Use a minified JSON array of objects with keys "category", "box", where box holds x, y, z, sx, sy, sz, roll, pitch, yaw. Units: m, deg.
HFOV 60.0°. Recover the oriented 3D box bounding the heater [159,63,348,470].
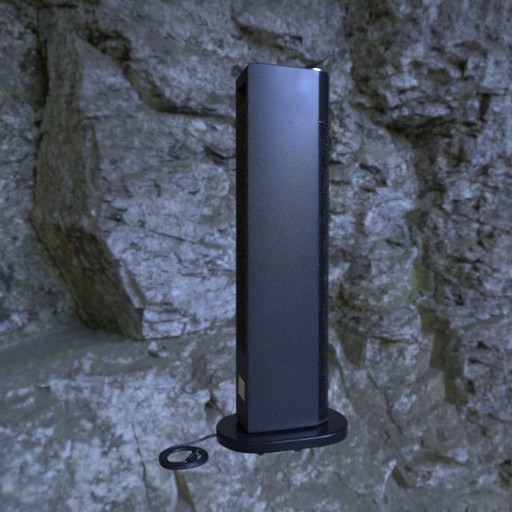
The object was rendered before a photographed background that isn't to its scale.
[{"category":"heater","box":[0.000,0.000,1.025,0.458,0.856,0.214,0,1,-18]}]
